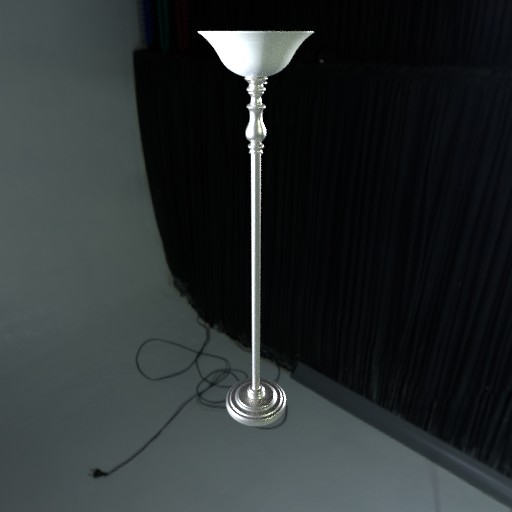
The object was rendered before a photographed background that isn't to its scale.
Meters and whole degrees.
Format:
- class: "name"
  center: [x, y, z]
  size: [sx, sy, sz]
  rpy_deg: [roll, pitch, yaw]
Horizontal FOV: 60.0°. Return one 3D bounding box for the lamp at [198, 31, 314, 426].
- class: "lamp"
  center: [0.000, 0.000, 1.958]
  size: [0.405, 1.771, 0.405]
  rpy_deg: [19, 32, 32]
